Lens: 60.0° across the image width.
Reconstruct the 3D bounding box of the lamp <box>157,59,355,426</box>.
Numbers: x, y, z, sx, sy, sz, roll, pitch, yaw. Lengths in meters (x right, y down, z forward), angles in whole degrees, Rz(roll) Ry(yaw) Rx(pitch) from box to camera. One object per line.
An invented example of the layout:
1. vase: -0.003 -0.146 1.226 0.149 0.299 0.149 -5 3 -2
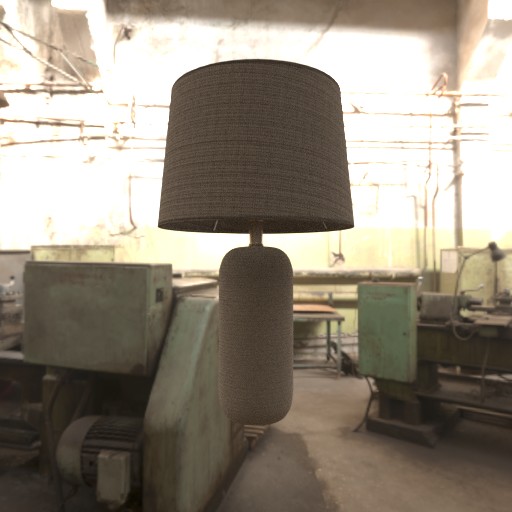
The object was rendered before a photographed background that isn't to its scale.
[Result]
1. lamp: 0.000 0.000 0.844 0.367 0.609 0.367 0 -1 0
